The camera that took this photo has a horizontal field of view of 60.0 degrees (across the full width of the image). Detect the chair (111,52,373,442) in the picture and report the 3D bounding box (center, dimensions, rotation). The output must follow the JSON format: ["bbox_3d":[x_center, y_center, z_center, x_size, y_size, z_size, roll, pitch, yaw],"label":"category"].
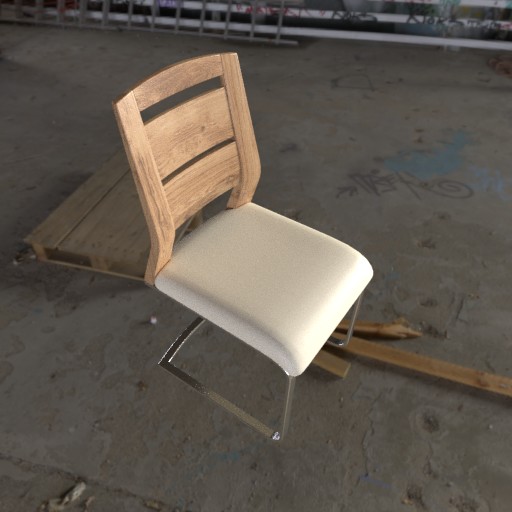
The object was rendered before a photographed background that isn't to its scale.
[{"bbox_3d":[0.000,0.000,1.253,0.561,0.955,0.457,25,47,26],"label":"chair"}]
